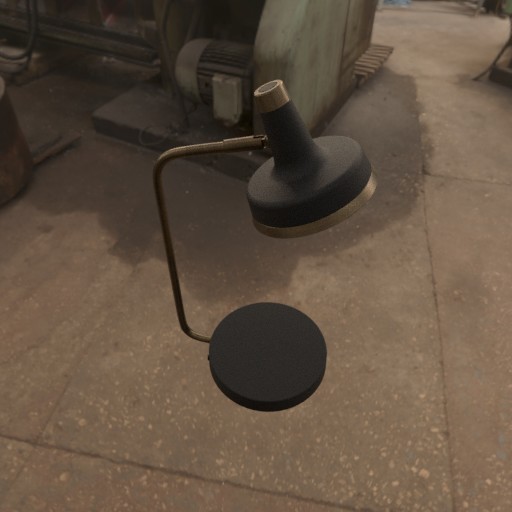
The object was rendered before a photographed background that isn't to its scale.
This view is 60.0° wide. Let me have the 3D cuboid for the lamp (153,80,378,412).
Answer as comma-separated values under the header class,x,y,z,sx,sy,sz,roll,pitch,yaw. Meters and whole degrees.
class,x,y,z,sx,sy,sz,roll,pitch,yaw
lamp,0.000,0.000,0.484,0.218,0.385,0.162,10,45,10
